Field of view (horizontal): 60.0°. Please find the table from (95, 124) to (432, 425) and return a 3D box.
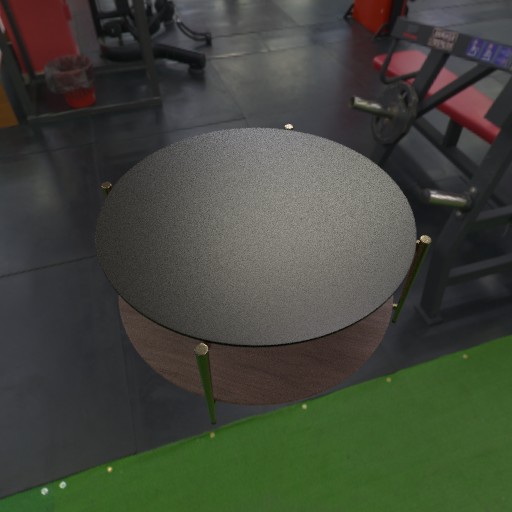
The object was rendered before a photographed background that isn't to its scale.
[{"bbox_3d":[0.000,0.000,1.477,0.938,0.400,0.938,-11,48,-11],"label":"table"}]
